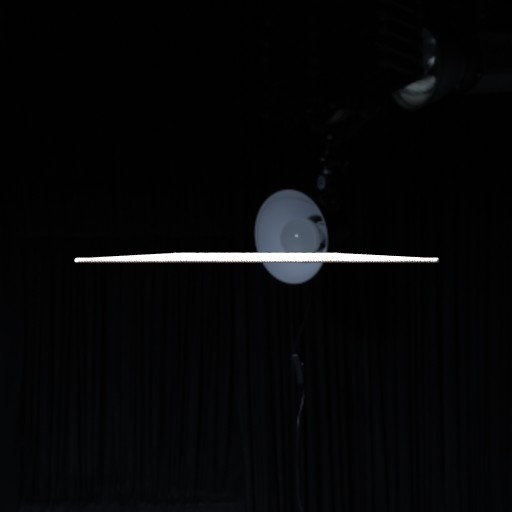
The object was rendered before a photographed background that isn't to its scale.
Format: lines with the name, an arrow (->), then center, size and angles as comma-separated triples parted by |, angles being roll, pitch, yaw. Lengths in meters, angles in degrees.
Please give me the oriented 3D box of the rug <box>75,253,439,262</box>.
rug -> 0.000, 0.000, 2.387 | 1.225, 0.015, 1.840 | 0, 1, 0
